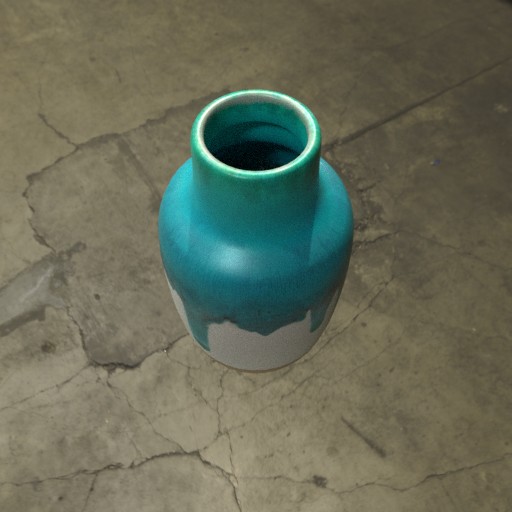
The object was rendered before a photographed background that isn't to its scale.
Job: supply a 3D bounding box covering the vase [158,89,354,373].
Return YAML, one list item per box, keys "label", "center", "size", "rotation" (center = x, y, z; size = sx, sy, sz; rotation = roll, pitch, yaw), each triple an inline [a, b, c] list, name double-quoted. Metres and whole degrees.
- label: "vase"
  center: [0.000, 0.000, 0.259]
  size: [0.106, 0.192, 0.106]
  rotation: [0, 58, 0]
